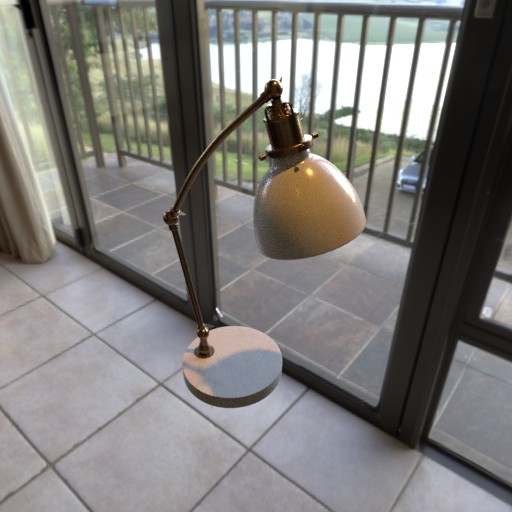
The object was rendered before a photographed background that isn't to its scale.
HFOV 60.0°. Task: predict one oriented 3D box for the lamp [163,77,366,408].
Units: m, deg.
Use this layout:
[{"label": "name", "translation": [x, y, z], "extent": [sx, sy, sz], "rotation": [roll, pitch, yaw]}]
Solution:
[{"label": "lamp", "translation": [0.000, 0.000, 0.689], "extent": [0.317, 0.522, 0.186], "rotation": [11, 34, 18]}]
